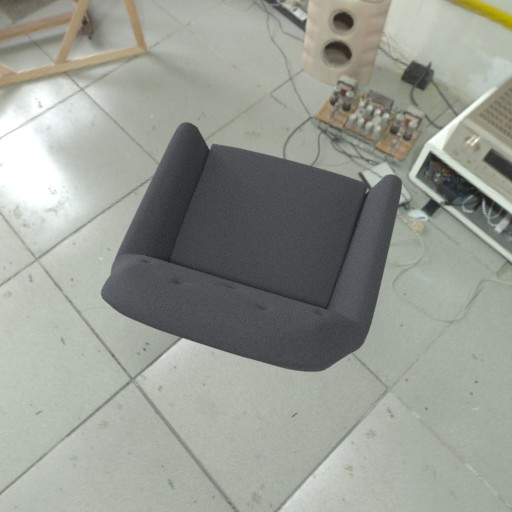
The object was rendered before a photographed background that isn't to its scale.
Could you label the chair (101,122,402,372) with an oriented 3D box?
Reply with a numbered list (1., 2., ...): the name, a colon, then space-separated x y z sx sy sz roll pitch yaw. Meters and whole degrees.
1. chair: 0.000 0.000 1.422 0.770 0.800 0.779 16 67 7
